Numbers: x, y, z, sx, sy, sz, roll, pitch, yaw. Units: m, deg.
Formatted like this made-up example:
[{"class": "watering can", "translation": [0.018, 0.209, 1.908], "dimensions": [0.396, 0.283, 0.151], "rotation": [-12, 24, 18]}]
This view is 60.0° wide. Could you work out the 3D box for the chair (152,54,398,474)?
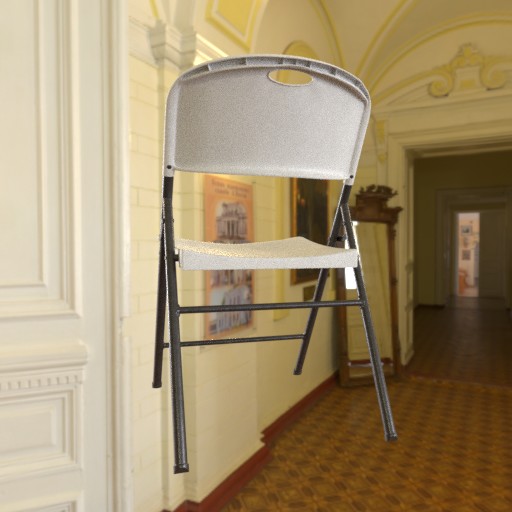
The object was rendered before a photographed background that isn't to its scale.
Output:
[{"class": "chair", "translation": [0.000, 0.000, 1.150], "dimensions": [0.494, 0.810, 0.566], "rotation": [0, 1, -17]}]
